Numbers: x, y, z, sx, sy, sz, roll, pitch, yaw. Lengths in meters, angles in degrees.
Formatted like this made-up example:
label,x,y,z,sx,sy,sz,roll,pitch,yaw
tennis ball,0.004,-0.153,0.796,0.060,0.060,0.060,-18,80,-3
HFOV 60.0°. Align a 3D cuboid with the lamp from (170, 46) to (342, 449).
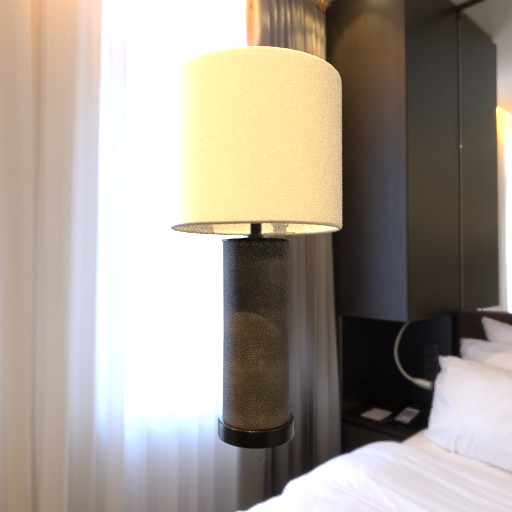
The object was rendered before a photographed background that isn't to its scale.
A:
label,x,y,z,sx,sy,sz,roll,pitch,yaw
lamp,0.000,0.000,0.799,0.305,0.634,0.305,0,-1,18
